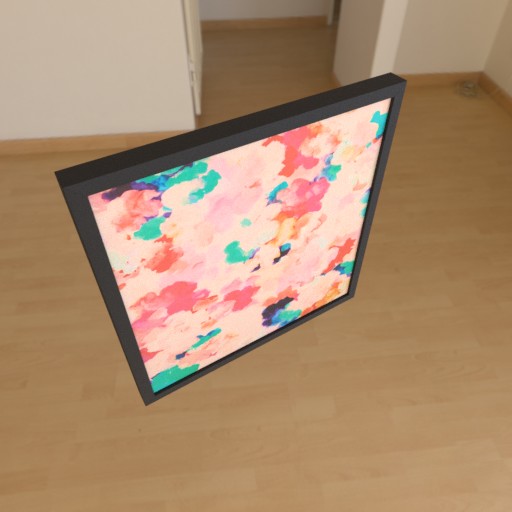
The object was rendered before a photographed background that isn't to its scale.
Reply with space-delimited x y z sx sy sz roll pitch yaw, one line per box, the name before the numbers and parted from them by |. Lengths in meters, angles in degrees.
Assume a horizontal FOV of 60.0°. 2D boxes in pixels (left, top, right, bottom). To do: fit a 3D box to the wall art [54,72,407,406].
wall art | 0.000 0.000 0.755 0.506 0.503 0.036 -24 50 -22
